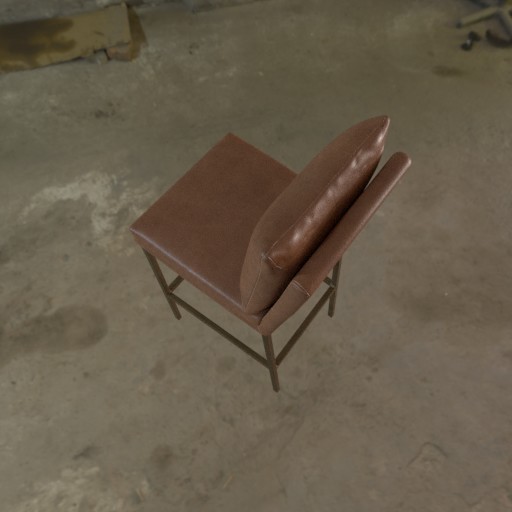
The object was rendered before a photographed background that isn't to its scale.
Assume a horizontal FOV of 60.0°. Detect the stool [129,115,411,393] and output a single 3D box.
[{"bbox_3d":[0.000,0.000,1.428,0.571,1.124,0.463,34,68,16],"label":"stool"}]
